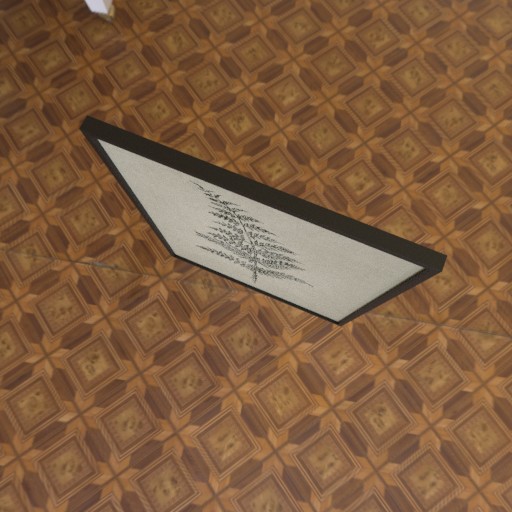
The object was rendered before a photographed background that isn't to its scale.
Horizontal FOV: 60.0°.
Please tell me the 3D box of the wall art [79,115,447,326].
[{"bbox_3d":[0.000,0.000,1.424,0.802,1.070,0.036,22,76,6],"label":"wall art"}]
